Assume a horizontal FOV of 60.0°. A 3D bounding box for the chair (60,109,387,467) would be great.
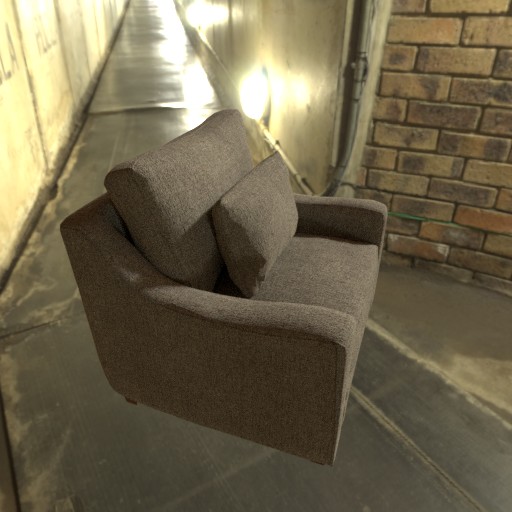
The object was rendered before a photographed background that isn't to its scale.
[{"bbox_3d":[0.000,0.000,1.922,1.009,1.037,1.138,11,32,17],"label":"chair"}]
